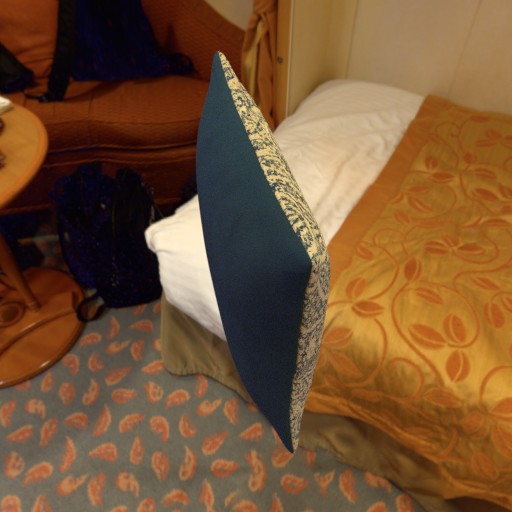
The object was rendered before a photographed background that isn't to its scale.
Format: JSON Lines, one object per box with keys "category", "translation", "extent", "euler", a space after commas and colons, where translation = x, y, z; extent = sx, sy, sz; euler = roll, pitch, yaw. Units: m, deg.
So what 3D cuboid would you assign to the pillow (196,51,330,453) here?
{"category": "pillow", "translation": [0.000, 0.000, 0.786], "extent": [0.166, 0.510, 0.523], "euler": [-10, 48, -9]}
